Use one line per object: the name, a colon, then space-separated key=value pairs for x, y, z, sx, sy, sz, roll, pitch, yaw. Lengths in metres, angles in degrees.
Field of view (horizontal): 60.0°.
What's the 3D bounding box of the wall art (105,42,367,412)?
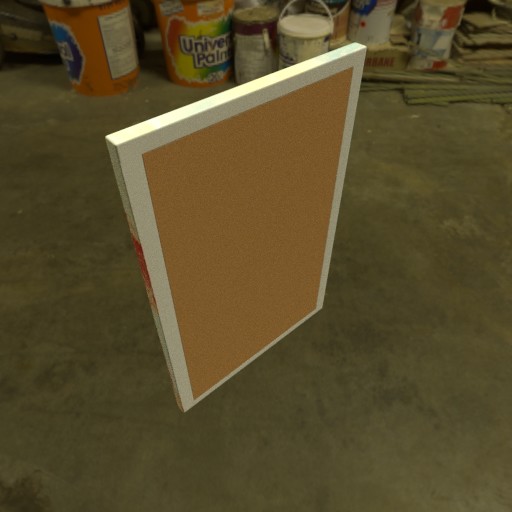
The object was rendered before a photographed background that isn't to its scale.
wall art: x=0.000 y=0.000 z=1.152 sx=0.605 sy=0.915 sz=0.037 roll=-32 pitch=53 yaw=-27
